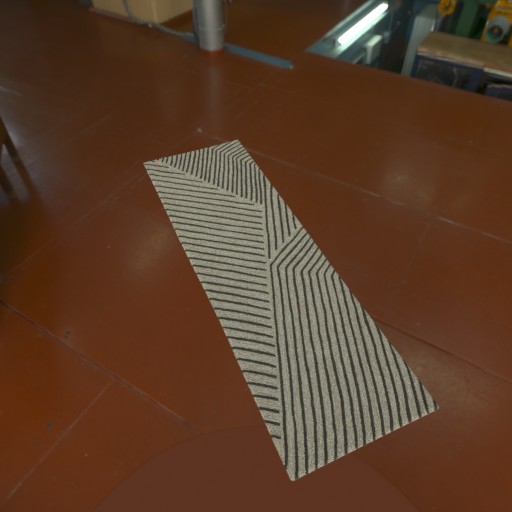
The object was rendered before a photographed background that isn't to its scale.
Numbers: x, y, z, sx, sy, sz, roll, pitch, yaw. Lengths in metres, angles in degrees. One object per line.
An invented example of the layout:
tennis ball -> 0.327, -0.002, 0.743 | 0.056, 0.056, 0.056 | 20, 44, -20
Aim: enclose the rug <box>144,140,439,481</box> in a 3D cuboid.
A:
rug -> 0.000, 0.000, 2.693 | 0.773, 0.020, 2.439 | -18, 50, -16
